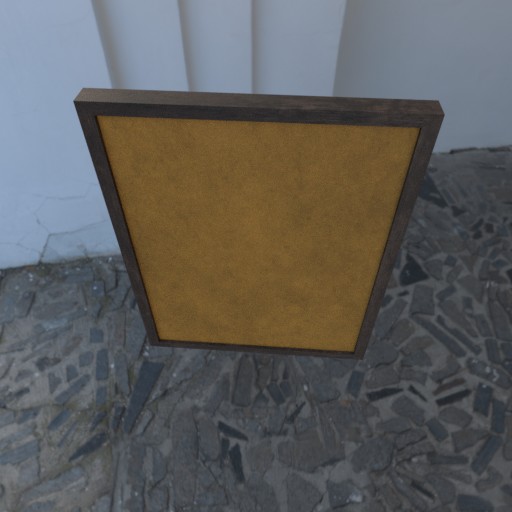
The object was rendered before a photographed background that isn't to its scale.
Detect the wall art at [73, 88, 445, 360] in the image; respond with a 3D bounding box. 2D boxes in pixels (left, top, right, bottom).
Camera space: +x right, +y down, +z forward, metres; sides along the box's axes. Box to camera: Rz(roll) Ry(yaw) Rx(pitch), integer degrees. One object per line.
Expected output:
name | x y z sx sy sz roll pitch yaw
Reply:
wall art | 0.000 0.000 0.547 0.329 0.406 0.027 3 46 3
